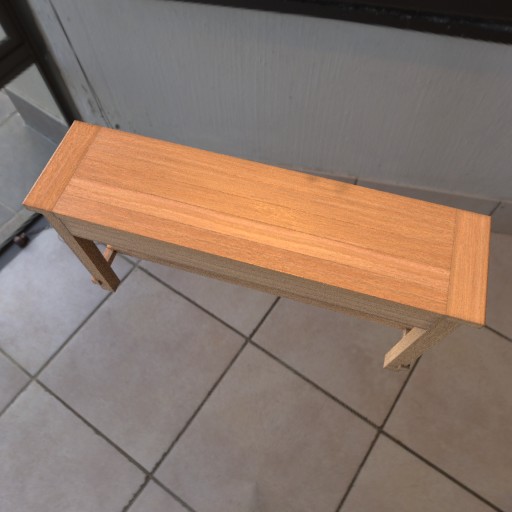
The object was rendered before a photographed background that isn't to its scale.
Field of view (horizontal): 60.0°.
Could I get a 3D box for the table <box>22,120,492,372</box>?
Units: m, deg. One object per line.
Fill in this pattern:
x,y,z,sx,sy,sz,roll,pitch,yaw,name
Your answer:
0.000,0.000,1.898,1.599,0.762,0.442,15,64,7,table
